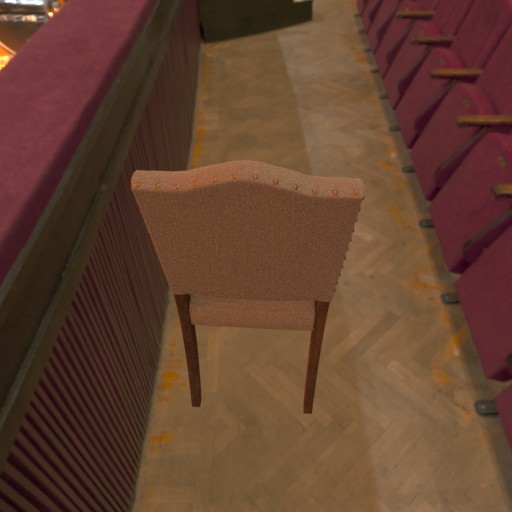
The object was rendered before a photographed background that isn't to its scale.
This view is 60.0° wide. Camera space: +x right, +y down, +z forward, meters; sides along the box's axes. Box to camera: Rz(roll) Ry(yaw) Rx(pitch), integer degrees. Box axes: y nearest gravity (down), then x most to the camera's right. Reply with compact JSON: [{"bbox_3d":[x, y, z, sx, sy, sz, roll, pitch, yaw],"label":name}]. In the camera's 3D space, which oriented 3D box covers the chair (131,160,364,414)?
[{"bbox_3d":[0.000,0.000,1.354,0.508,1.020,0.620,3,45,3],"label":"chair"}]
